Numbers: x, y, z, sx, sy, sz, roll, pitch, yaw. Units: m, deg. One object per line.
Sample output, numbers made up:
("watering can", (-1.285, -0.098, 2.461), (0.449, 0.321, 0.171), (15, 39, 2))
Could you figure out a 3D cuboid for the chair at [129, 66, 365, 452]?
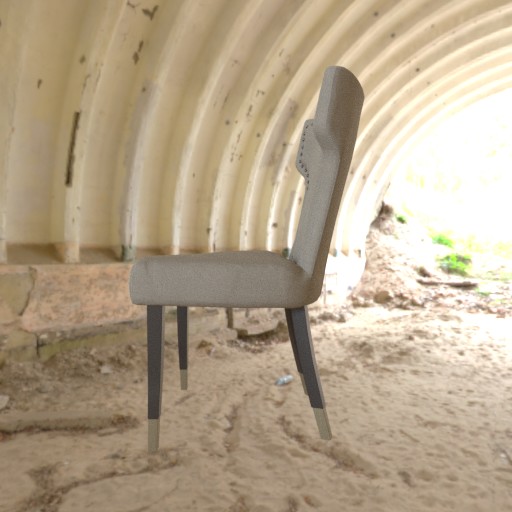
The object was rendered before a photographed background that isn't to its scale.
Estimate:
("chair", (0.000, 0.000, 1.336), (0.630, 0.955, 0.526), (0, 0, 0))
